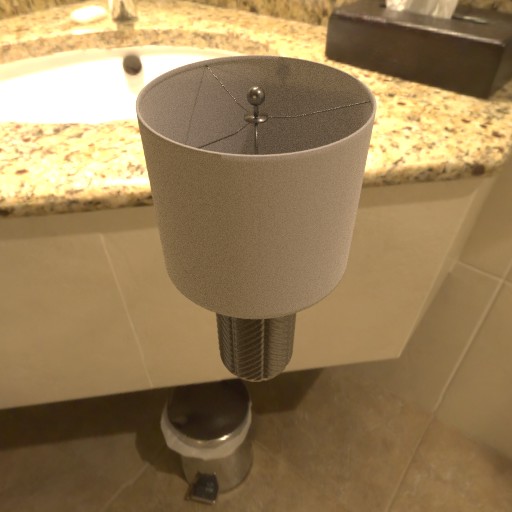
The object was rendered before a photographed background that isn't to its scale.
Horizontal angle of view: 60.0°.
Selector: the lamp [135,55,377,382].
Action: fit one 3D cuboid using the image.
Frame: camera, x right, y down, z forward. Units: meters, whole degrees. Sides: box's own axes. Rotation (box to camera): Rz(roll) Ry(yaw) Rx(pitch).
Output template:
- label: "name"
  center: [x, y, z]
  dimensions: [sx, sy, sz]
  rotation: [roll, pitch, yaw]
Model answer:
- label: "lamp"
  center: [0.000, 0.000, 0.506]
  dimensions: [0.203, 0.389, 0.203]
  rotation: [0, 43, 0]
